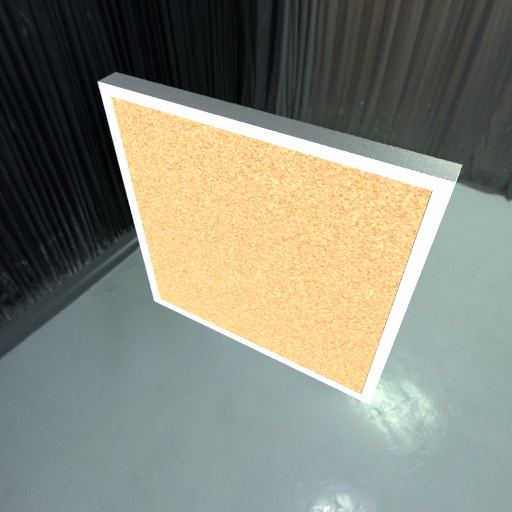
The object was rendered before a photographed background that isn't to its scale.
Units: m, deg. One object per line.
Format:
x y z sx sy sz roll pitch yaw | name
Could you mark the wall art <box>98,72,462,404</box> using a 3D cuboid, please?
0.000 0.000 0.749 0.506 0.505 0.038 22 49 20 | wall art
